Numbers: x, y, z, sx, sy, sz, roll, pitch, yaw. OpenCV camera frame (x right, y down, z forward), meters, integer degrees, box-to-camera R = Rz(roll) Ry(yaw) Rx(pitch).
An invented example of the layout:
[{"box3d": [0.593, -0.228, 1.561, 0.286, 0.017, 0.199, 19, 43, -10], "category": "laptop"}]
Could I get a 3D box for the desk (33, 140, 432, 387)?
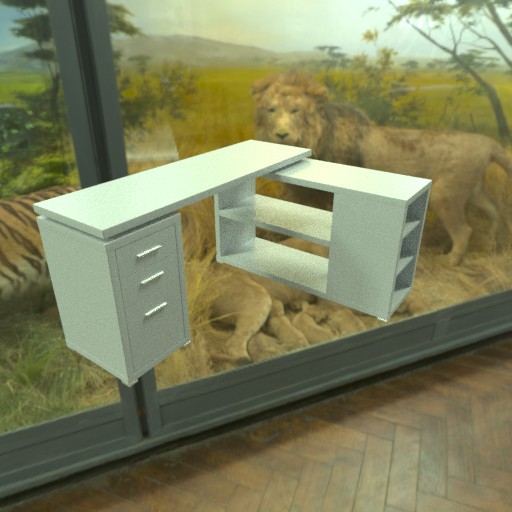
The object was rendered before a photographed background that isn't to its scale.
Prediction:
[{"box3d": [0.000, 0.000, 2.256, 1.200, 0.753, 1.524, 18, 32, 32], "category": "desk"}]
